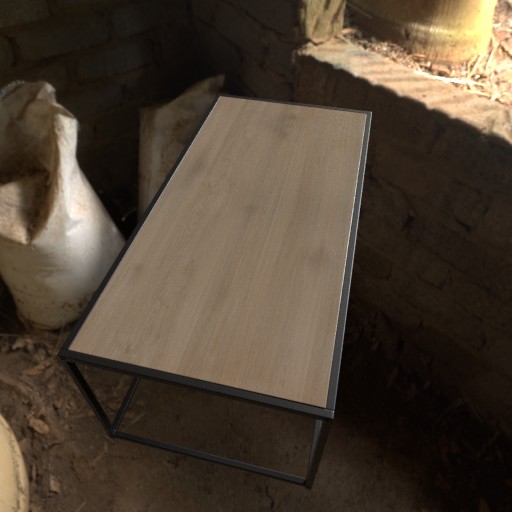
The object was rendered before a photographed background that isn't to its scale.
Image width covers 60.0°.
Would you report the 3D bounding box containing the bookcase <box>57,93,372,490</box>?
[{"bbox_3d":[0.000,0.000,1.235,0.500,0.400,1.000,10,48,9],"label":"bookcase"}]
